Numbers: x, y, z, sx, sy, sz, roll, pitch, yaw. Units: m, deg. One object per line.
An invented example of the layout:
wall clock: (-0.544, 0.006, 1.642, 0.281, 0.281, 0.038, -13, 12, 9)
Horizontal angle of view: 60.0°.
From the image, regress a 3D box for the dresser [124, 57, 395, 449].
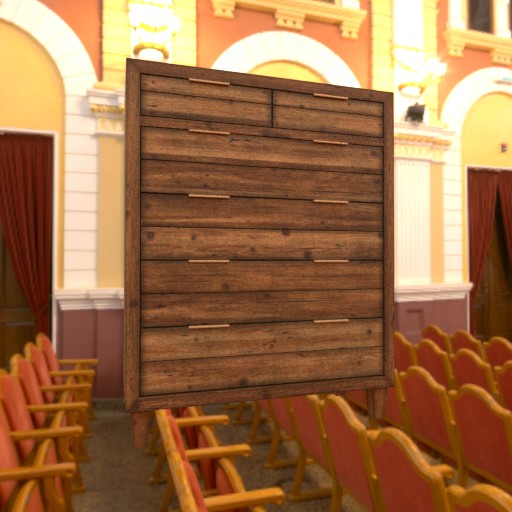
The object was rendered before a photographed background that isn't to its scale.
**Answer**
dresser: (0.000, 0.000, 1.878, 1.067, 1.359, 0.438, 0, -1, -17)
